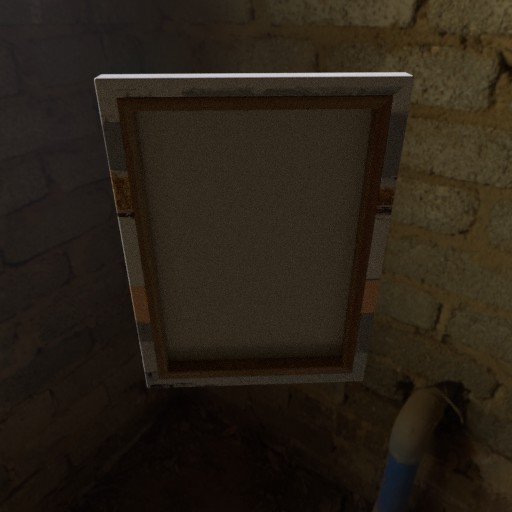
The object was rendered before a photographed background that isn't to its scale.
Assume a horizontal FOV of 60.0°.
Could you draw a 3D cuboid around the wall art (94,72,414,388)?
[{"bbox_3d":[0.000,0.000,0.798,0.456,0.609,0.038,-1,30,-2],"label":"wall art"}]
